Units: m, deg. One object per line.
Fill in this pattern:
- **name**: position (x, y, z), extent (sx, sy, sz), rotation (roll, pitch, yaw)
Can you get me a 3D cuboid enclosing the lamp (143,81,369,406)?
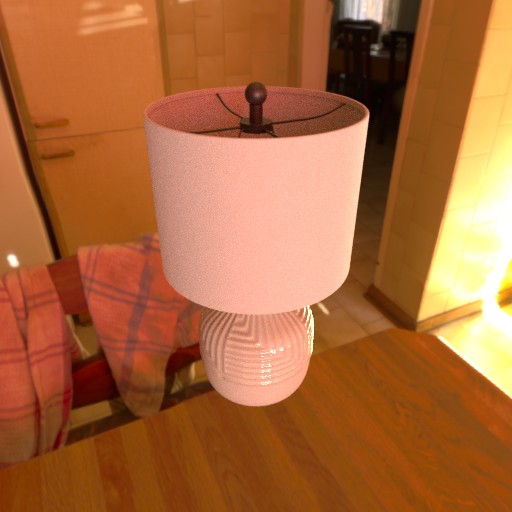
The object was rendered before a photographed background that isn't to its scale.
- **lamp**: position (0.000, 0.000, 0.765), extent (0.318, 0.567, 0.318), rotation (0, 31, 0)
